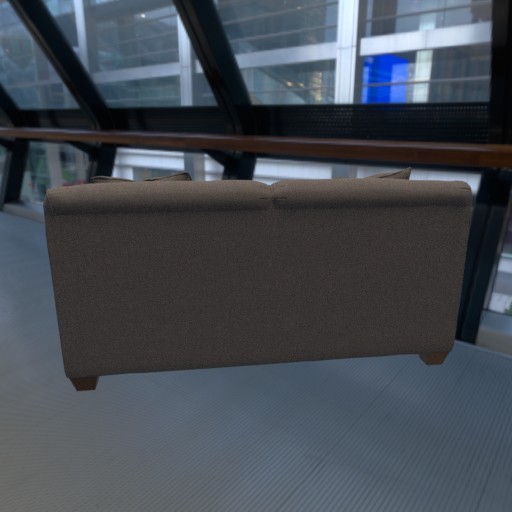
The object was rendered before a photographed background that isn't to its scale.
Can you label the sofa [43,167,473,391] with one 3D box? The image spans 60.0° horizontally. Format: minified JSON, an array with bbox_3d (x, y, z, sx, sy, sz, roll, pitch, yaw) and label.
[{"bbox_3d":[0.000,0.000,2.415,1.846,0.958,1.000,-2,16,-8],"label":"sofa"}]
